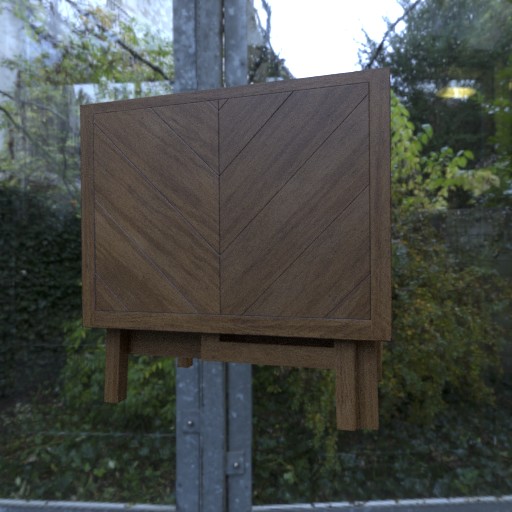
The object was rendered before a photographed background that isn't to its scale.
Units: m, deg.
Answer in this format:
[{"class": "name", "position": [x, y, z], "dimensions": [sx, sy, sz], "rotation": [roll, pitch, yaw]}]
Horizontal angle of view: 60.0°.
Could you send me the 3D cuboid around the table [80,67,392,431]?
[{"class": "table", "position": [0.000, 0.000, 1.278], "dimensions": [0.746, 0.763, 0.591], "rotation": [0, -1, 17]}]
